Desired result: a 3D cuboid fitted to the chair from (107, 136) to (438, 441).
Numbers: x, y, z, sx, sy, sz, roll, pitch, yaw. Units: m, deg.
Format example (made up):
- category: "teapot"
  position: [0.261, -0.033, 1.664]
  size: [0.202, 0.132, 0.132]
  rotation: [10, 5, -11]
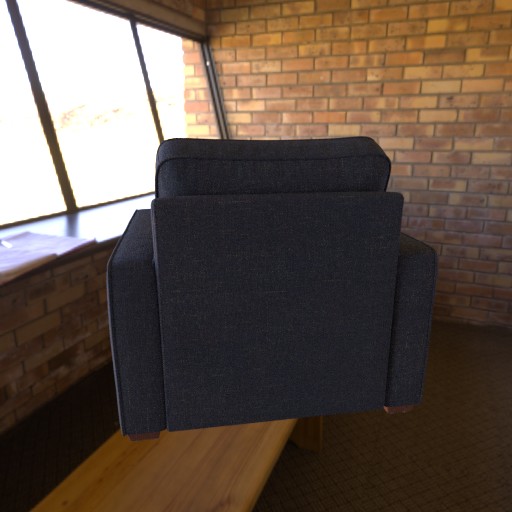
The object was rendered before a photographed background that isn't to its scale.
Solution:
- category: "chair"
  position: [0.000, 0.000, 1.742]
  size: [1.017, 0.919, 0.940]
  rotation: [-3, 16, -9]
